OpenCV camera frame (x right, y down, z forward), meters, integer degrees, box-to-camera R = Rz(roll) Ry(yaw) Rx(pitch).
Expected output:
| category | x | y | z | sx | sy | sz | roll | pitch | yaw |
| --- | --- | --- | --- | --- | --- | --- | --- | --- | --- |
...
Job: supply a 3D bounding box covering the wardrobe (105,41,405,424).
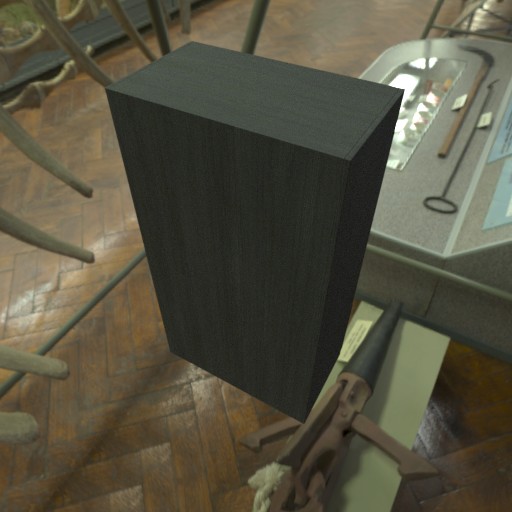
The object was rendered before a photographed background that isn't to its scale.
| category | x | y | z | sx | sy | sz | roll | pitch | yaw |
| --- | --- | --- | --- | --- | --- | --- | --- | --- | --- |
| wardrobe | 0.000 | 0.000 | 2.318 | 0.991 | 1.808 | 0.577 | 22 | 49 | 21 |
